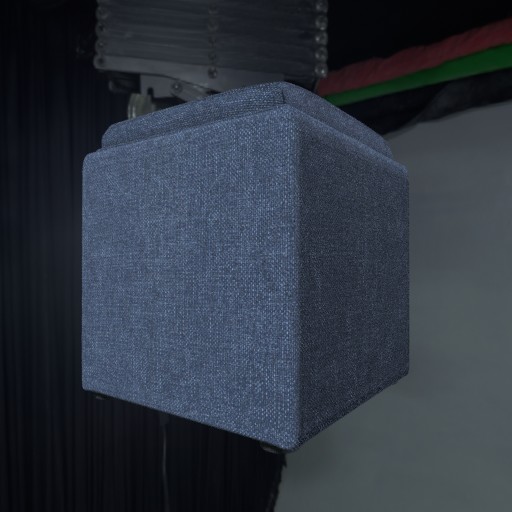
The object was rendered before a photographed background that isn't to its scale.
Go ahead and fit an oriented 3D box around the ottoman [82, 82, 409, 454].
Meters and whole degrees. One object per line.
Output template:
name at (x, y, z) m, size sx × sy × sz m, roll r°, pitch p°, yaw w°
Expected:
ottoman at (0.000, 0.000, 0.831) m, size 0.436 × 0.493 × 0.454 m, roll 0°, pitch -1°, yaw 36°
